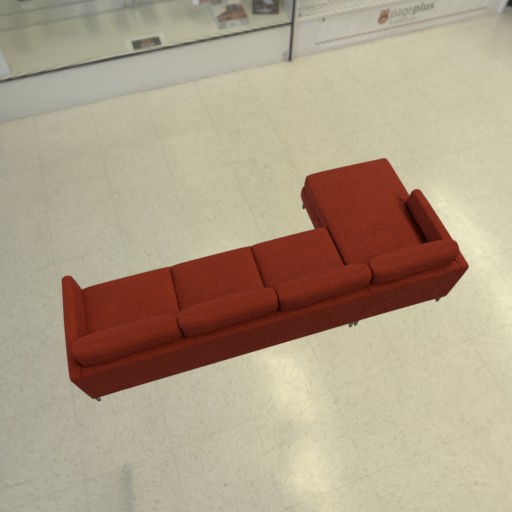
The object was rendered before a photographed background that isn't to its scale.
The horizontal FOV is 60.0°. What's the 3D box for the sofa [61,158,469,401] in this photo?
[{"bbox_3d":[0.000,0.000,2.972,2.467,0.663,1.136,-15,59,-9],"label":"sofa"}]
